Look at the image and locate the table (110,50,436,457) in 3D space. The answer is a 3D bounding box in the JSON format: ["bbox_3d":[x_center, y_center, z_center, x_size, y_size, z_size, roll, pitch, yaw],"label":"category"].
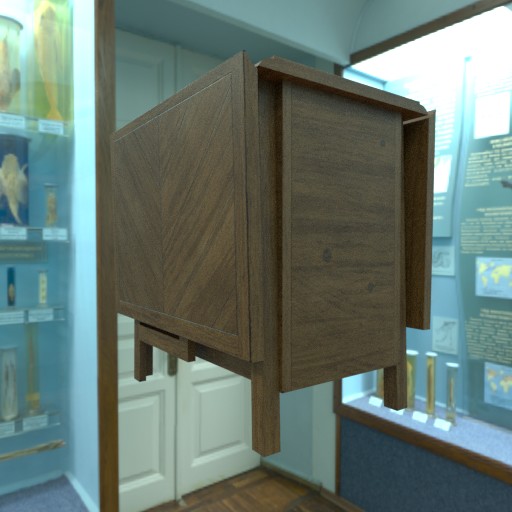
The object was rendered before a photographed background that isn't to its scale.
[{"bbox_3d":[0.000,0.000,1.263,0.591,0.763,0.746,-1,2,-36],"label":"table"}]
